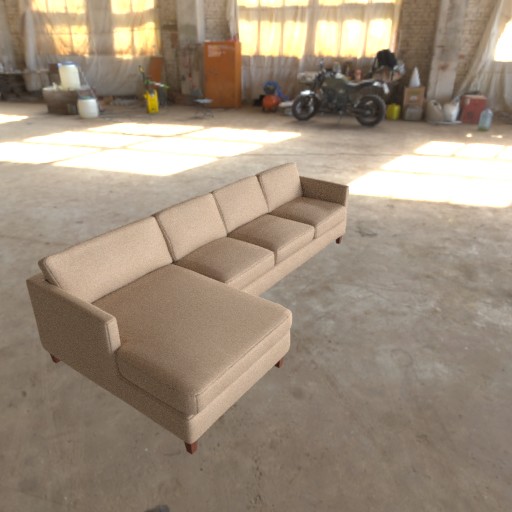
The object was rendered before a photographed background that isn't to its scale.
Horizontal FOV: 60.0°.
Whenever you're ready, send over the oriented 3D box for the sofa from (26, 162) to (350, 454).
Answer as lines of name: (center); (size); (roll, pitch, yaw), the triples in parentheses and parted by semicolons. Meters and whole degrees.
sofa: (0.000, 0.000, 3.769); (1.502, 0.876, 3.201); (18, 31, 32)
